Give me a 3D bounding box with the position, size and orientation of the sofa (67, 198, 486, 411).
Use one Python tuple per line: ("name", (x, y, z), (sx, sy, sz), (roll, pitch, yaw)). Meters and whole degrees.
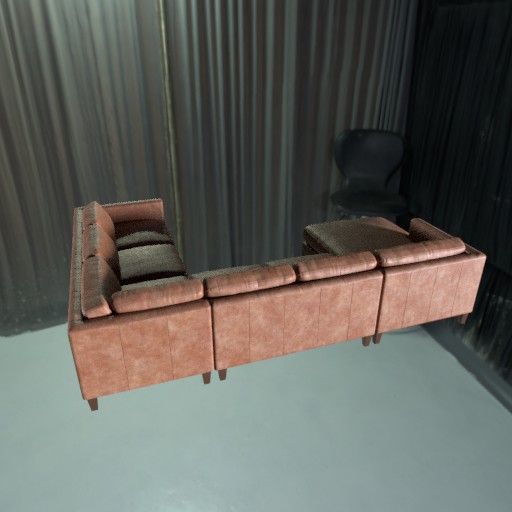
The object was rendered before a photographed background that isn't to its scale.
("sofa", (0.000, 0.000, 4.488), (3.401, 0.832, 2.430), (-9, 28, -17))
